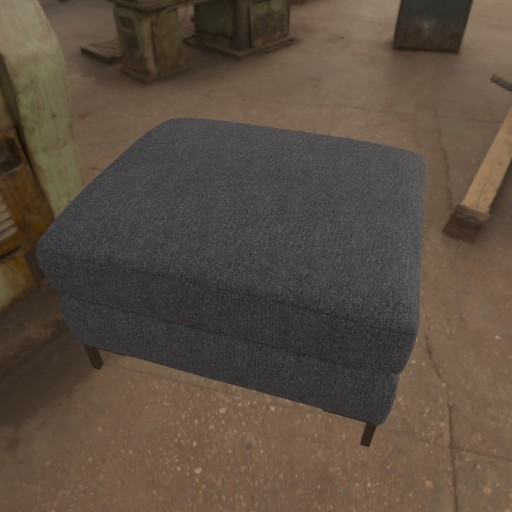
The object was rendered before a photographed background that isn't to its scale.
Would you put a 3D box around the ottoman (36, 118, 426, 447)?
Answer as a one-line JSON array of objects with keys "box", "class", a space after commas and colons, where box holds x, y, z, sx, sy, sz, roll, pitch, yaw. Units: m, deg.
[{"box": [0.000, 0.000, 1.255, 0.831, 0.533, 0.695, 12, 43, 13], "class": "ottoman"}]
